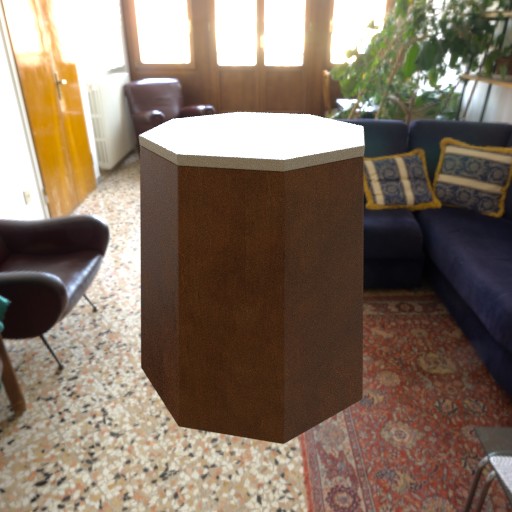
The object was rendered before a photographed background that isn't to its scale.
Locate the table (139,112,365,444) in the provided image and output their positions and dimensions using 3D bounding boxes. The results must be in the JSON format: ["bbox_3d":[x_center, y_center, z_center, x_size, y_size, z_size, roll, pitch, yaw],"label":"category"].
[{"bbox_3d":[0.000,0.000,0.823,0.439,0.457,0.439,-18,32,-31],"label":"table"}]
